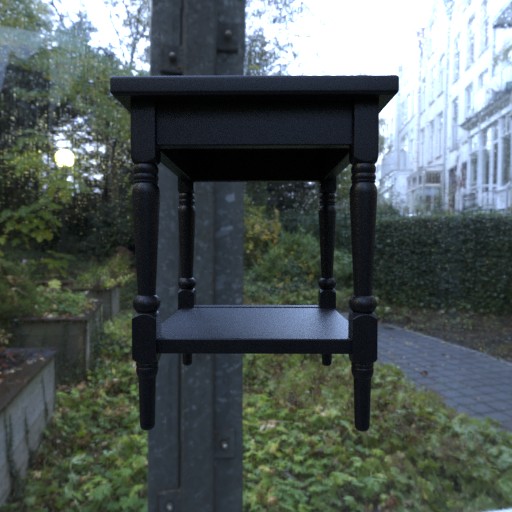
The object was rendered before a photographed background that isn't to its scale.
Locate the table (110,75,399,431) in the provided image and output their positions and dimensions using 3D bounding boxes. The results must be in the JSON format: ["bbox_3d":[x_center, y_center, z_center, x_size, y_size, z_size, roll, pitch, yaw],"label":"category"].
[{"bbox_3d":[0.000,0.000,0.926,0.442,0.565,0.488,0,1,1],"label":"table"}]
